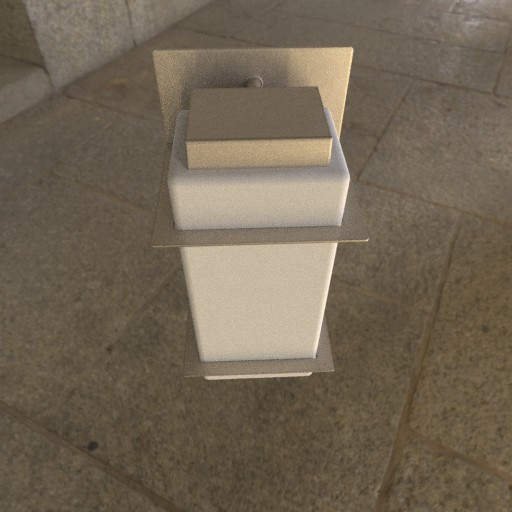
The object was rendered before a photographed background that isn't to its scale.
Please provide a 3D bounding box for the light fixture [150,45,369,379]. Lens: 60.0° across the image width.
[{"bbox_3d":[0.000,0.000,0.468,0.168,0.380,0.160,-2,47,-2],"label":"light fixture"}]
